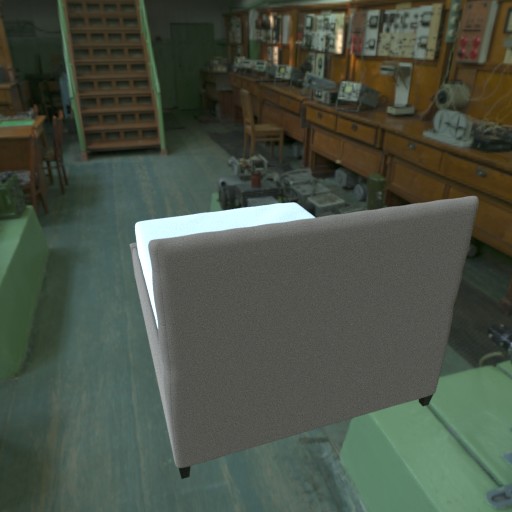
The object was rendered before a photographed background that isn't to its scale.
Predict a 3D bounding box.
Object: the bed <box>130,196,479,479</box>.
[{"bbox_3d":[0.000,0.000,3.261,1.696,1.426,2.233,-9,28,-17],"label":"bed"}]
